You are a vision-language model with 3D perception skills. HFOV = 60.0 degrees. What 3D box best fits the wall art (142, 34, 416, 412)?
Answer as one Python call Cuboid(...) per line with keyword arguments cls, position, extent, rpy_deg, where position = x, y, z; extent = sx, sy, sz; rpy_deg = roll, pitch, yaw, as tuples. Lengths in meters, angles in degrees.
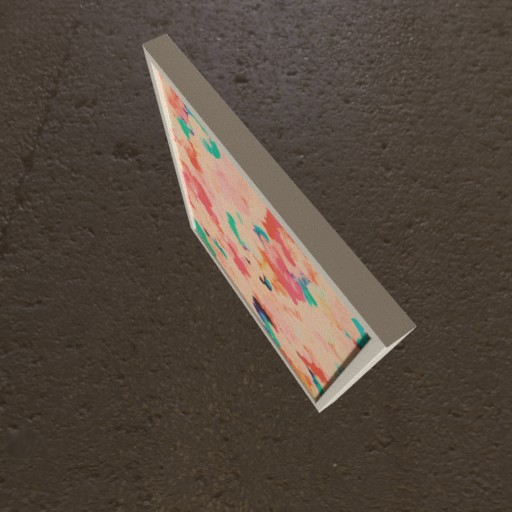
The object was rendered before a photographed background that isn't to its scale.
Cuboid(cls="wall art", position=(0.000, 0.000, 0.746), extent=(0.038, 0.505, 0.506), rpy_deg=(-31, 68, -14))
